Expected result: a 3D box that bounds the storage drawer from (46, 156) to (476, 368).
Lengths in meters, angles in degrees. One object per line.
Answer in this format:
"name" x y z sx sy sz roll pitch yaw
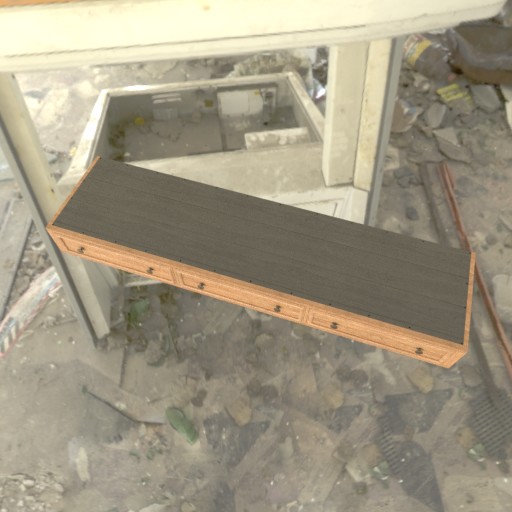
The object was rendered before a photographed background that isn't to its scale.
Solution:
"storage drawer" 0.000 0.000 2.263 2.032 0.264 0.538 16 59 10
